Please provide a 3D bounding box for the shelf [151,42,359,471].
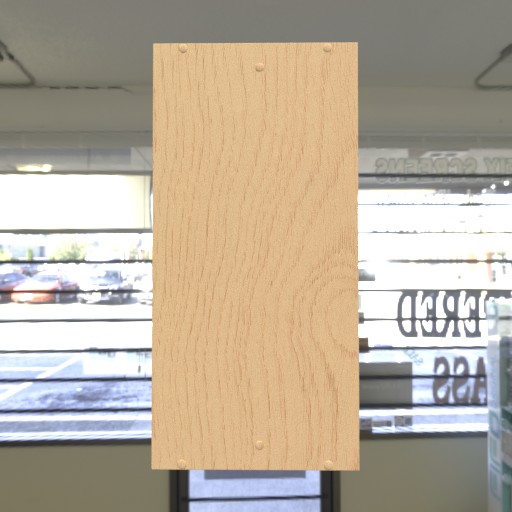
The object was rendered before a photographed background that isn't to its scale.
[{"bbox_3d":[0.000,0.000,0.721,0.290,0.600,0.200,0,-1,1],"label":"shelf"}]
